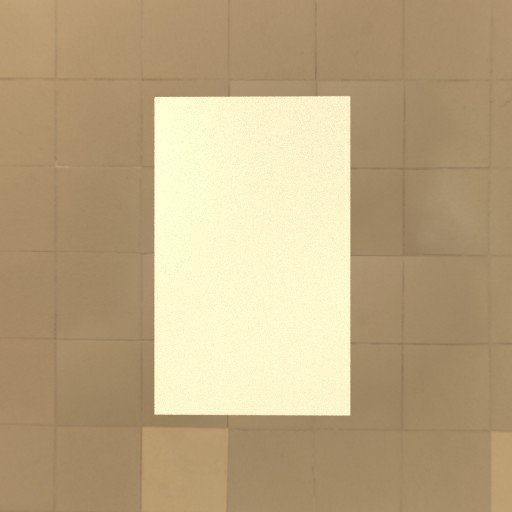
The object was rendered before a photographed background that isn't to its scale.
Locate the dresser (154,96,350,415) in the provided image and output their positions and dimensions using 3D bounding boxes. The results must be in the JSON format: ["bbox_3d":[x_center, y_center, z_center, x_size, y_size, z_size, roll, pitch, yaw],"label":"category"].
[{"bbox_3d":[0.000,0.000,1.499,0.400,1.190,0.650,0,90,1],"label":"dresser"}]
